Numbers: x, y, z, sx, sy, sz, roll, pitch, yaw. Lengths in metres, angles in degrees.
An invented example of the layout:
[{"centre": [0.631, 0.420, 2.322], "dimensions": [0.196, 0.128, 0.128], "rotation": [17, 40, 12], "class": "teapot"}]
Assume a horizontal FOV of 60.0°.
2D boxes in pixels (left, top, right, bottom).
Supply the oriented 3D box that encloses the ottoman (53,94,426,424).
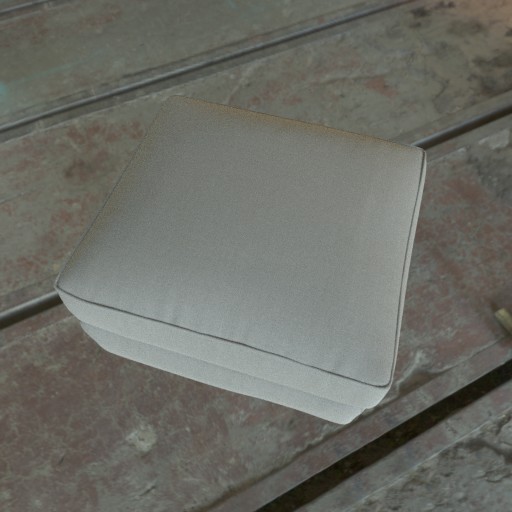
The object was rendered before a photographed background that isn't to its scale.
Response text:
[{"centre": [0.000, 0.000, 1.150], "dimensions": [0.716, 0.505, 0.662], "rotation": [15, 61, 9], "class": "ottoman"}]
